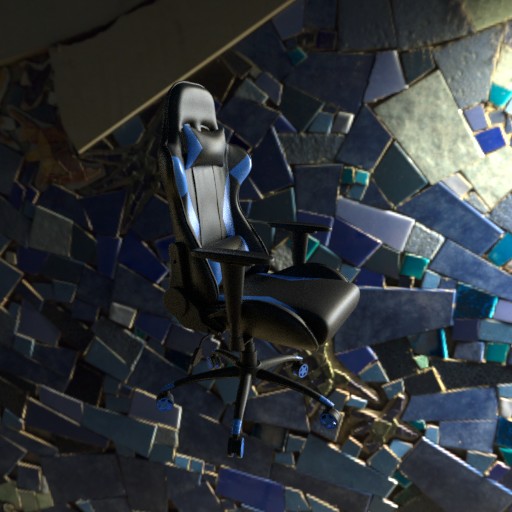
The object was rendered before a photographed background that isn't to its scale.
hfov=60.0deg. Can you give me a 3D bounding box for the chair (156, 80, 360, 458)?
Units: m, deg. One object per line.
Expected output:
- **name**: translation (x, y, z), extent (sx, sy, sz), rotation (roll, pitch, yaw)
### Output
- **chair**: translation (0.000, 0.000, 1.698), extent (0.730, 1.282, 0.695), rotation (7, 15, 26)
